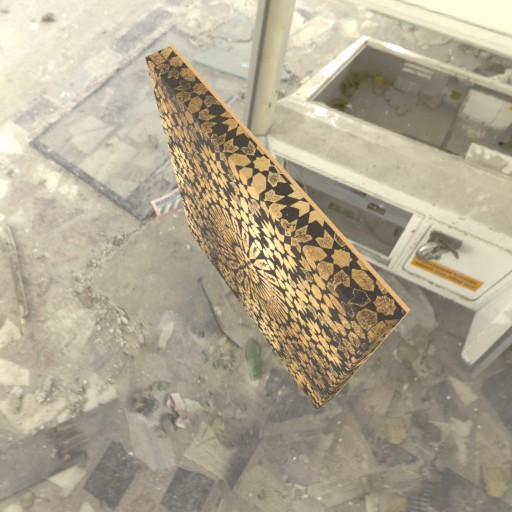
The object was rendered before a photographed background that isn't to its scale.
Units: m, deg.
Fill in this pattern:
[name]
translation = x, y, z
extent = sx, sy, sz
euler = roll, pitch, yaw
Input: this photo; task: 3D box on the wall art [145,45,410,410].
[wall art]
translation = 0.000, 0.000, 0.624
extent = 0.038, 0.405, 0.405
euler = -31, 67, -15
